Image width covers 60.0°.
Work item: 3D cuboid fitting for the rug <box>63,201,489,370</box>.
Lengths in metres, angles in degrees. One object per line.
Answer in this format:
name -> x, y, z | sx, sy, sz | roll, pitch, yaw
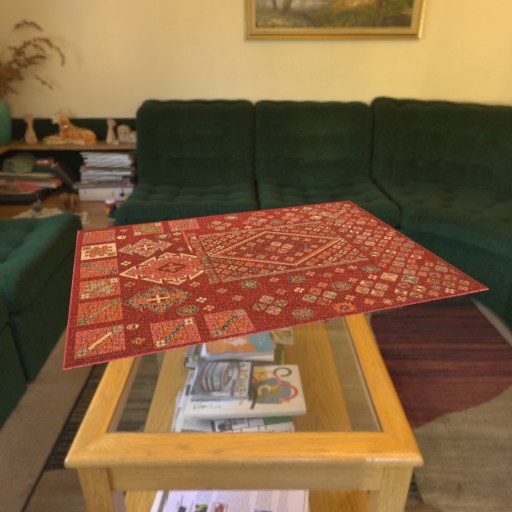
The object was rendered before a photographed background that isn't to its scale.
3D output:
rug -> 0.000, 0.000, 4.254 | 3.306, 0.011, 2.389 | -8, 27, -16
